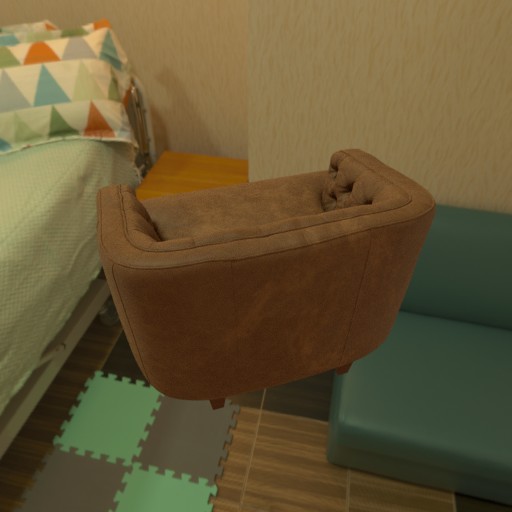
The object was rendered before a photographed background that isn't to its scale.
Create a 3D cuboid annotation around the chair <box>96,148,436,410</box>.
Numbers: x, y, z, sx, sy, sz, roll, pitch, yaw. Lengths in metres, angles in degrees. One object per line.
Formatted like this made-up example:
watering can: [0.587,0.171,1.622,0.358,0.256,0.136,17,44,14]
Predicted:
chair: [0.000,0.000,1.780,1.119,0.836,0.911,-12,42,-13]
